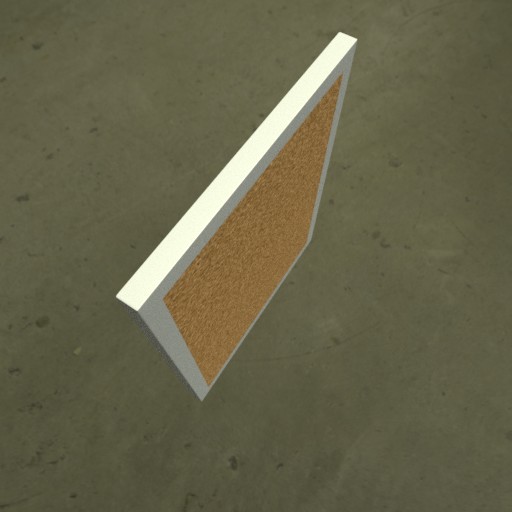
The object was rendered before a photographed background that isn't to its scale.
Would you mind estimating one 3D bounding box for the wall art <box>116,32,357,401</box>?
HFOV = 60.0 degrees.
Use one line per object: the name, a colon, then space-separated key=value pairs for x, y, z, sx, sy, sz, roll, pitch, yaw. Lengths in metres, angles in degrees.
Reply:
wall art: x=0.000 y=0.000 z=0.754 sx=0.028 sy=0.556 sz=0.454 roll=30 pitch=67 yaw=14
